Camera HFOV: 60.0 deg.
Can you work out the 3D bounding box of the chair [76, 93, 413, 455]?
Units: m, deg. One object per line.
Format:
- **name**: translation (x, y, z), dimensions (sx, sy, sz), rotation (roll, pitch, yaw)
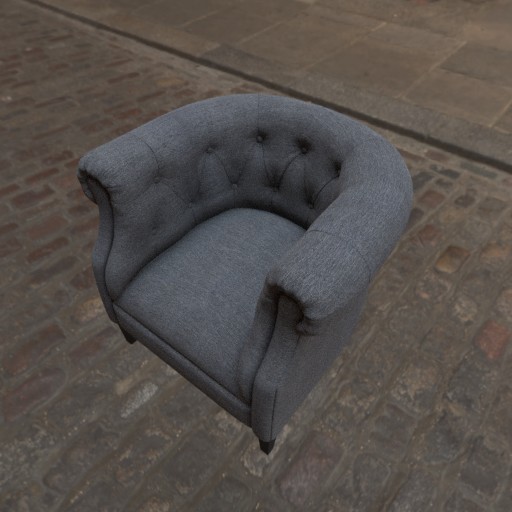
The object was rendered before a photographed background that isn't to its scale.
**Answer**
- **chair**: translation (0.000, 0.000, 1.549), dimensions (0.905, 0.827, 0.852), rotation (30, 53, 26)
